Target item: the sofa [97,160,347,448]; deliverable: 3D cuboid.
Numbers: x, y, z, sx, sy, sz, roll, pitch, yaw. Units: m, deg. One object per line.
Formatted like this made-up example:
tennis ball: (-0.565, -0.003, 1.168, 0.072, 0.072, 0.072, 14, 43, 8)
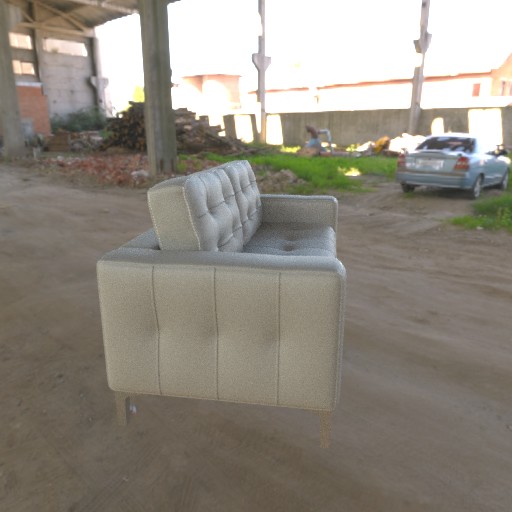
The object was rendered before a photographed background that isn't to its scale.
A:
sofa: (0.000, 0.000, 2.250, 0.833, 0.892, 1.726, 2, 16, 9)
